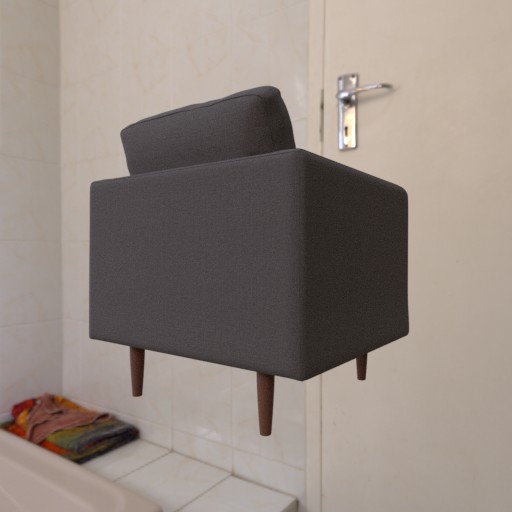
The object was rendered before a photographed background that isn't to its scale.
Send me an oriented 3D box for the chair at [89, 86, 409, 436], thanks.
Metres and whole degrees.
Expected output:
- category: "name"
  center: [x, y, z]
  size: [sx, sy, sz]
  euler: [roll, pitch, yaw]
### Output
- category: "chair"
  center: [0.000, 0.000, 1.565]
  size: [0.854, 0.927, 0.800]
  euler: [0, 1, 37]
